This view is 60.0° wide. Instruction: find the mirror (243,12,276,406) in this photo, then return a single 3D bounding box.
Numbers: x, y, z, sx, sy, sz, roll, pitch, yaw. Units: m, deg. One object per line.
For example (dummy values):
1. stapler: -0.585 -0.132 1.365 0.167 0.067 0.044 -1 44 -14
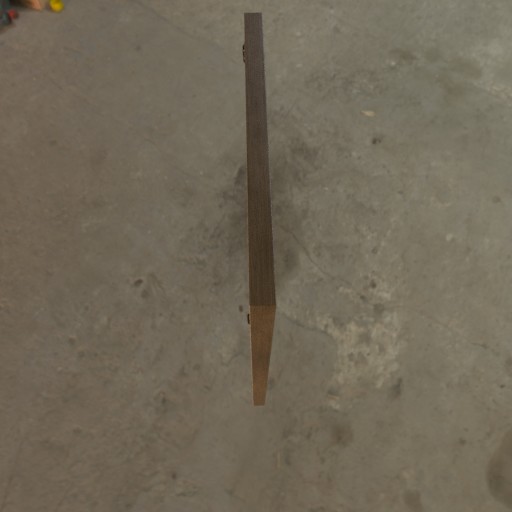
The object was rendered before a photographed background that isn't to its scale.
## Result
1. mirror: 0.000 0.000 1.141 0.041 0.915 0.609 -1 63 -1
